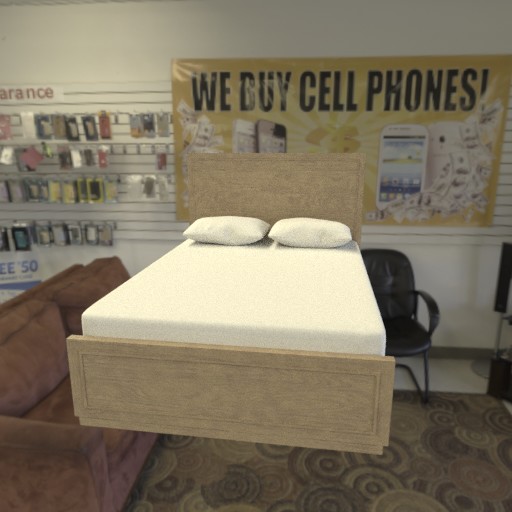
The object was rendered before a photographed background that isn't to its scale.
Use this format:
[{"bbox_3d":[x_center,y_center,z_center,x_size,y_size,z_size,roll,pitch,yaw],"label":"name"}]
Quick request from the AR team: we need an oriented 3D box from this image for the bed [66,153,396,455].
[{"bbox_3d":[0.000,0.000,3.117,1.606,1.369,2.189,2,14,8],"label":"bed"}]
